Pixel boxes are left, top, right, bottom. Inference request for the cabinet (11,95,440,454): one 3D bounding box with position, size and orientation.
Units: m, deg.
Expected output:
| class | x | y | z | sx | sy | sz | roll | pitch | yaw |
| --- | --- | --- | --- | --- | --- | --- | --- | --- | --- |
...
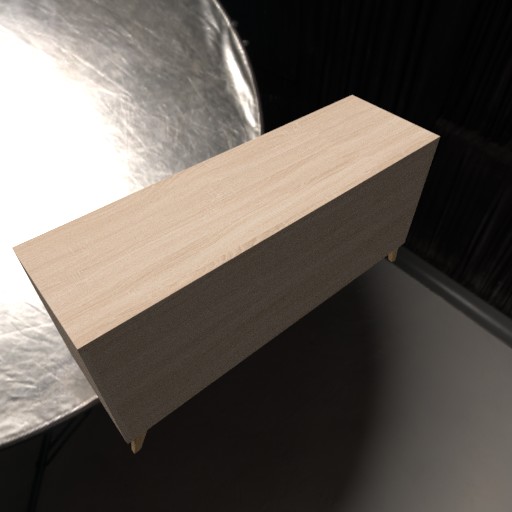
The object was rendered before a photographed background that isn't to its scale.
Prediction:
| class | x | y | z | sx | sy | sz | roll | pitch | yaw |
| --- | --- | --- | --- | --- | --- | --- | --- | --- | --- |
| cabinet | 0.000 | 0.000 | 1.951 | 1.649 | 0.780 | 0.500 | -31 | 53 | -27 |
